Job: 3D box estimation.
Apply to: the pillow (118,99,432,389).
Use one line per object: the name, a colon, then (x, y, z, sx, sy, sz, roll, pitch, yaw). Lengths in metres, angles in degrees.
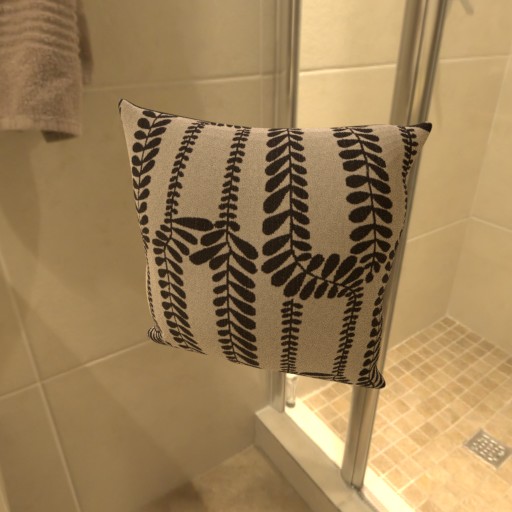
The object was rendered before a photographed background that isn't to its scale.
pillow: (0.000, 0.000, 0.680, 0.440, 0.441, 0.182, 9, 29, 16)
